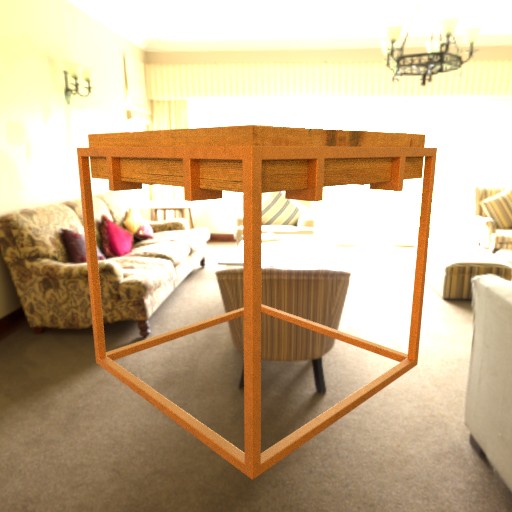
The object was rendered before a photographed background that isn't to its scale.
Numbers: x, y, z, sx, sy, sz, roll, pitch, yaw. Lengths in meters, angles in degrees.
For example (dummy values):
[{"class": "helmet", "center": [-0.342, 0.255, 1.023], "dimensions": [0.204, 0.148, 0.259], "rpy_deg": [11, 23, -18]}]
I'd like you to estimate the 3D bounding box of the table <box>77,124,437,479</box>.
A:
[{"class": "table", "center": [0.000, 0.000, 1.101], "dimensions": [0.599, 0.584, 0.599], "rpy_deg": [-13, 18, -43]}]
